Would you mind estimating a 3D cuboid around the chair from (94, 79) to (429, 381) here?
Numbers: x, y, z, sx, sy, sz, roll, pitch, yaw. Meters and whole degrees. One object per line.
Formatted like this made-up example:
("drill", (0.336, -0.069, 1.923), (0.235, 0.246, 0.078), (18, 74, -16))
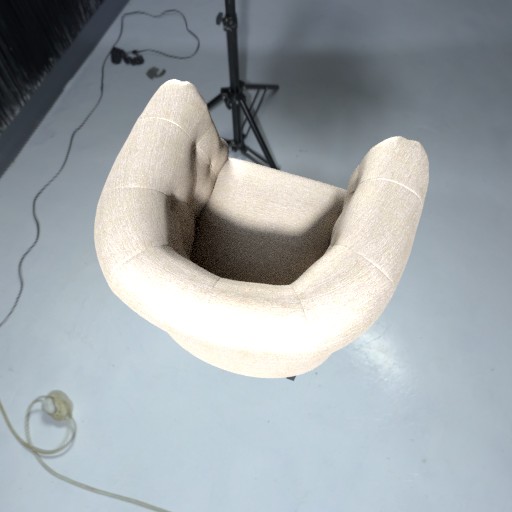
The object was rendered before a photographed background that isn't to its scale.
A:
("chair", (0.000, 0.000, 1.556), (0.905, 0.827, 0.852), (17, 65, 8))
